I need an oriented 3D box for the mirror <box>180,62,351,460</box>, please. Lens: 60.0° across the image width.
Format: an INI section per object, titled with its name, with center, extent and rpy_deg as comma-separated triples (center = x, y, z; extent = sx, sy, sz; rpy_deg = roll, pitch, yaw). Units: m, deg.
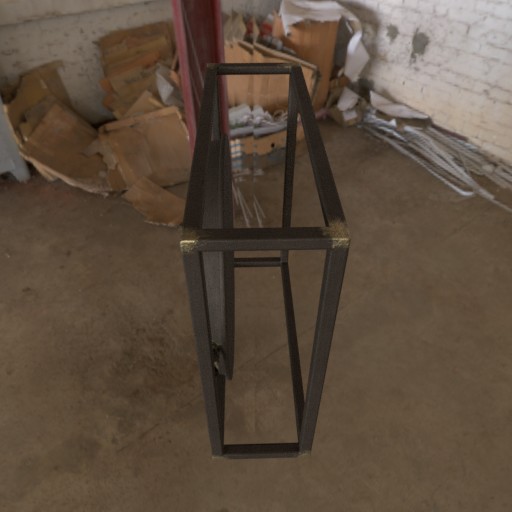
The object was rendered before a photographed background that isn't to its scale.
[mirror]
center = 0.000, 0.000, 0.482
extent = 0.107, 0.303, 0.306
rpy_deg = -1, 42, -1
